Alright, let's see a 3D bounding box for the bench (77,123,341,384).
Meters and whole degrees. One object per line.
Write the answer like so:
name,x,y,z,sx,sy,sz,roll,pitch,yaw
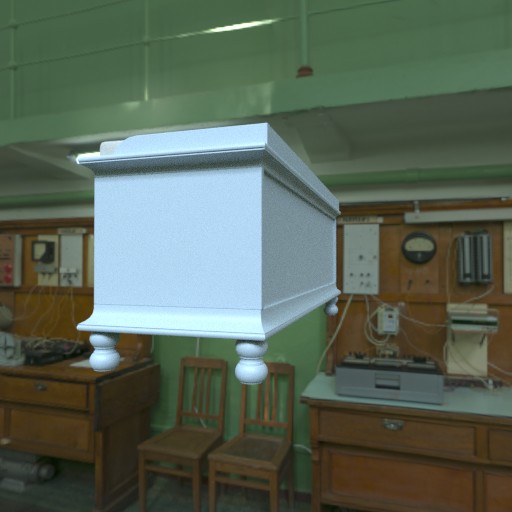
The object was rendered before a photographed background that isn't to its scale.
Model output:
bench,0.000,0.000,1.416,0.402,0.486,1.185,0,-1,17
